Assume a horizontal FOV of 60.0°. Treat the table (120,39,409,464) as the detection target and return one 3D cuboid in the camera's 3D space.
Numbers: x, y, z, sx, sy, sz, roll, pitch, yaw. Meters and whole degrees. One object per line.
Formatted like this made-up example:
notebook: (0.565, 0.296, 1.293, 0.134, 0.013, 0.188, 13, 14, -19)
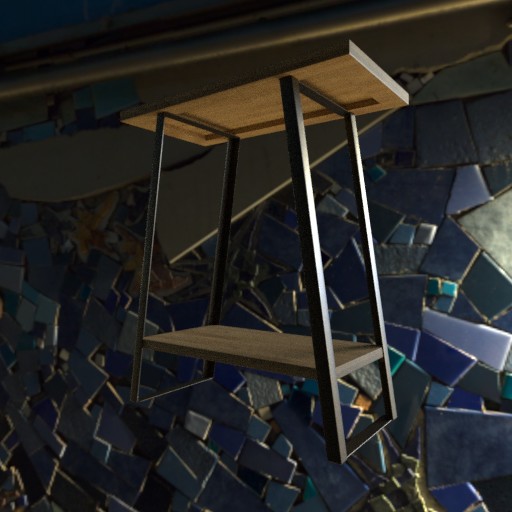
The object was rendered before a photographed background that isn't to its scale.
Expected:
table: (0.000, 0.000, 1.014, 0.599, 0.701, 0.300, 0, 0, 37)
